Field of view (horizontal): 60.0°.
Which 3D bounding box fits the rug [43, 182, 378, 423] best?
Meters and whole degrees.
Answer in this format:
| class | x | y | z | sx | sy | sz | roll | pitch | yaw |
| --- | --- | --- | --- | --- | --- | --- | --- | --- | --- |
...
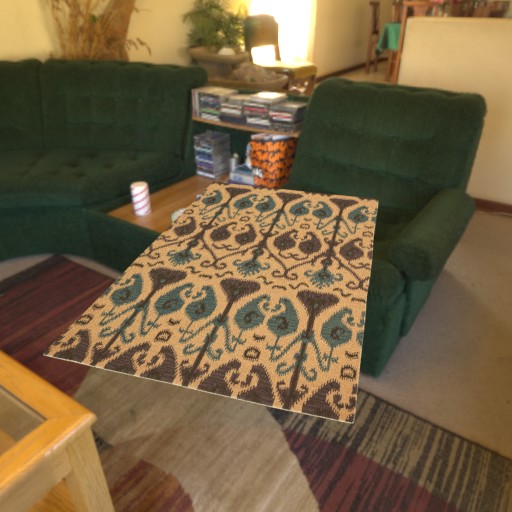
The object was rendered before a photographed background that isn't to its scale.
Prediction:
| class | x | y | z | sx | sy | sz | roll | pitch | yaw |
| --- | --- | --- | --- | --- | --- | --- | --- | --- | --- |
| rug | 0.000 | 0.000 | 2.118 | 1.072 | 0.013 | 1.698 | 8 | 32 | 13 |
